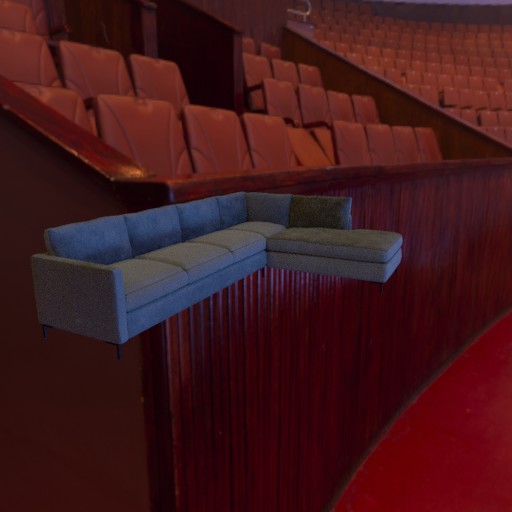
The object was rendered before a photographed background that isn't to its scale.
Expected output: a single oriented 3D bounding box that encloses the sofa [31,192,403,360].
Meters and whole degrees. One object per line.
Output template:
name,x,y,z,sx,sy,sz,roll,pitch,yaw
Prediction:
sofa,0.000,0.000,3.276,1.707,0.687,2.486,7,16,27
